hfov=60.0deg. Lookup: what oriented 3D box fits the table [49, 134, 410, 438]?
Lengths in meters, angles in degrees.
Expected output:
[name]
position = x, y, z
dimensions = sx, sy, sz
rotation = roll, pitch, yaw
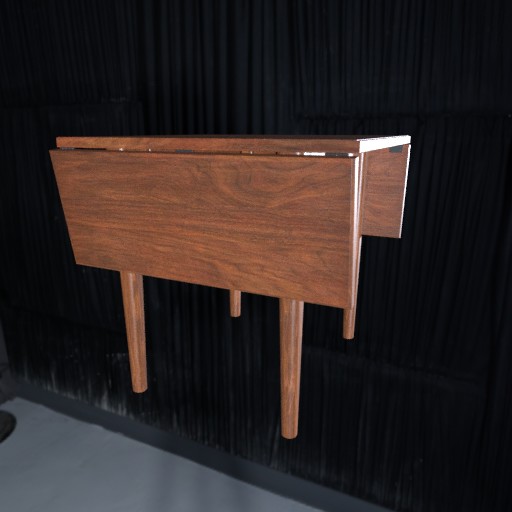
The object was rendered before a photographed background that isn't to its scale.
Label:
[table]
position = 0.000, 0.000, 1.462
dimensions = 0.812, 0.763, 0.843
rotation = 7, 17, 24
